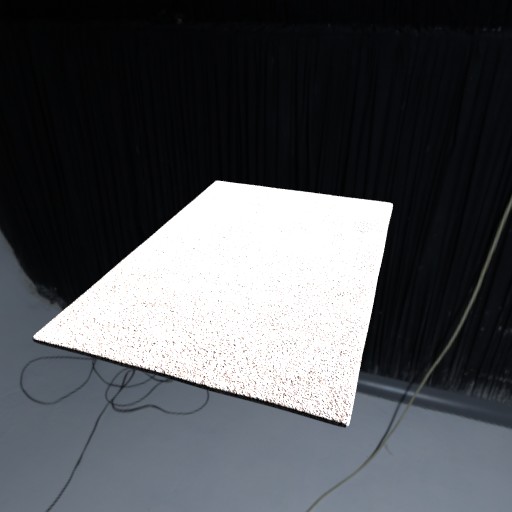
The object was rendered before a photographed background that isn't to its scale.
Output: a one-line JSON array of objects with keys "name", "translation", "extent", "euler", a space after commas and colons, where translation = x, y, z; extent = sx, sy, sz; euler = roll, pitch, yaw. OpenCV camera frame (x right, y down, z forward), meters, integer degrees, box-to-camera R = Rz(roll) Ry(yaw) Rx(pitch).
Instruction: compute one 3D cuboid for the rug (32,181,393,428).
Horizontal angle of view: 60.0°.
[{"name": "rug", "translation": [0.000, 0.000, 2.258], "extent": [1.219, 0.030, 1.778], "euler": [10, 32, 16]}]
